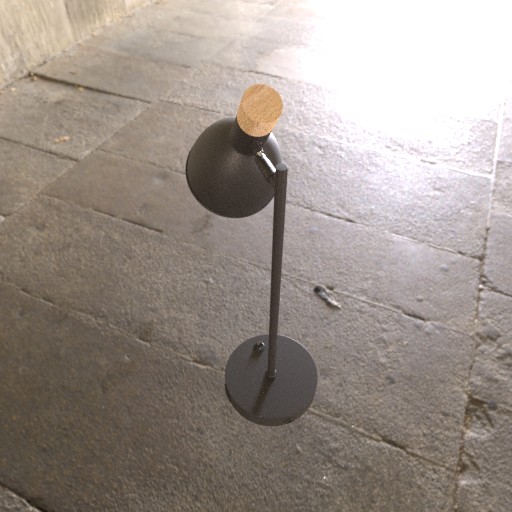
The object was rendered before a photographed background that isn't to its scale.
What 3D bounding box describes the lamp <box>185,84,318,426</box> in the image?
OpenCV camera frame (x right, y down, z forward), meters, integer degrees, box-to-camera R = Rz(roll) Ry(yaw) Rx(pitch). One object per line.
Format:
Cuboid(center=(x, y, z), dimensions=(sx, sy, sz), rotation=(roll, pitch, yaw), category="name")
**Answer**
Cuboid(center=(0.000, 0.000, 0.606), dimensions=(0.152, 0.483, 0.287), rotation=(-16, 49, -14), category="lamp")
